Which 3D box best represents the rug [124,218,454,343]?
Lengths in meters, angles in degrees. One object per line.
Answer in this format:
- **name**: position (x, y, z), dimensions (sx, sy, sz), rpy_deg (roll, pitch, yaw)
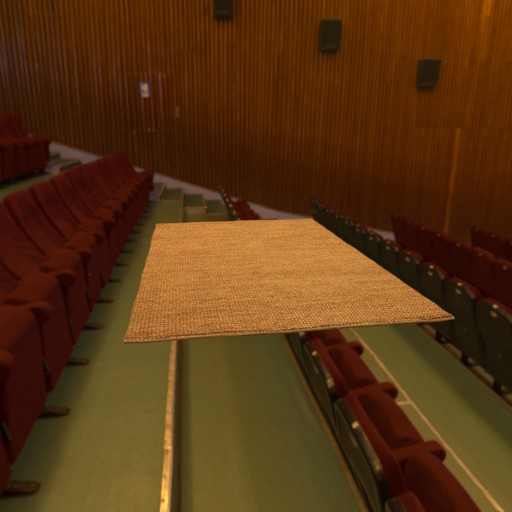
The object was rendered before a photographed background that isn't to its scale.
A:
- **rug**: position (0.000, 0.000, 3.135), dimensions (1.521, 0.034, 2.438), rpy_deg (-3, 16, -9)
